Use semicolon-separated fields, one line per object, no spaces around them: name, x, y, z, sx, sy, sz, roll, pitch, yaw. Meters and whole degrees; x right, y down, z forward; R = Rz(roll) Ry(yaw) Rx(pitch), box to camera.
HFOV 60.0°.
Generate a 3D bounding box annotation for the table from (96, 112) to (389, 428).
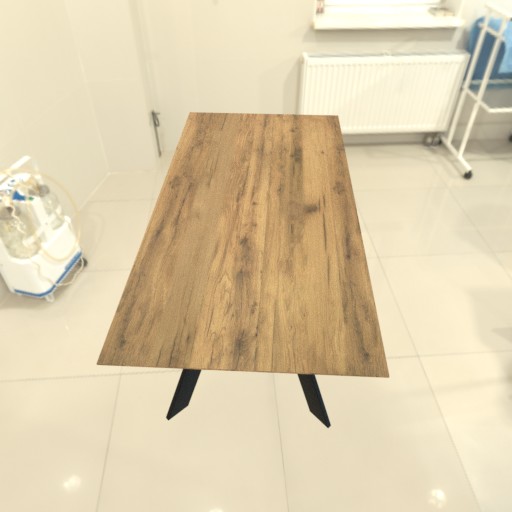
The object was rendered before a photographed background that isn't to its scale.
table;0.000;0.000;2.505;1.000;0.770;2.000;2;42;2
